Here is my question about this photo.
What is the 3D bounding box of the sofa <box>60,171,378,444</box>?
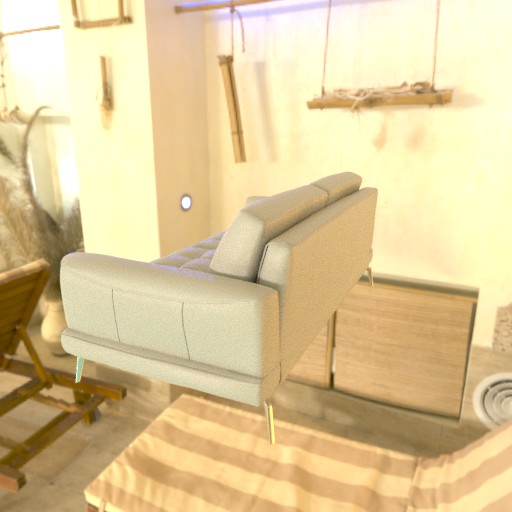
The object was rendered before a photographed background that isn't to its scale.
[{"bbox_3d":[0.000,0.000,2.752,1.121,0.930,2.177,8,18,24],"label":"sofa"}]
